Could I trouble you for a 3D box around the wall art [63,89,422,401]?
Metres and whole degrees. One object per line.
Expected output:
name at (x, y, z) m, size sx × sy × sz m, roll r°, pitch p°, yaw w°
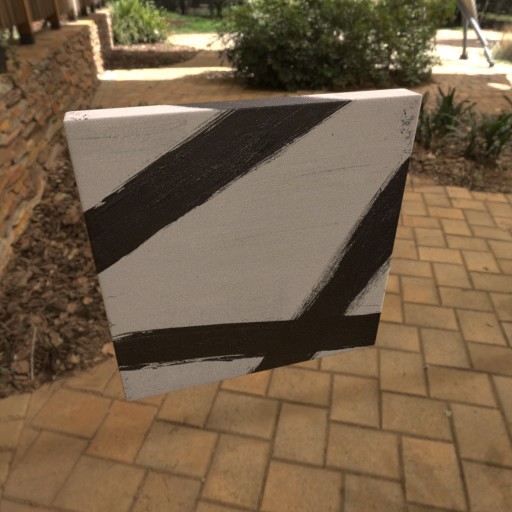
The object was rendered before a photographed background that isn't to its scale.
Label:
wall art at (0.000, 0.000, 0.754) m, size 0.507 × 0.508 × 0.050 m, roll -9°, pitch 33°, yaw -14°
